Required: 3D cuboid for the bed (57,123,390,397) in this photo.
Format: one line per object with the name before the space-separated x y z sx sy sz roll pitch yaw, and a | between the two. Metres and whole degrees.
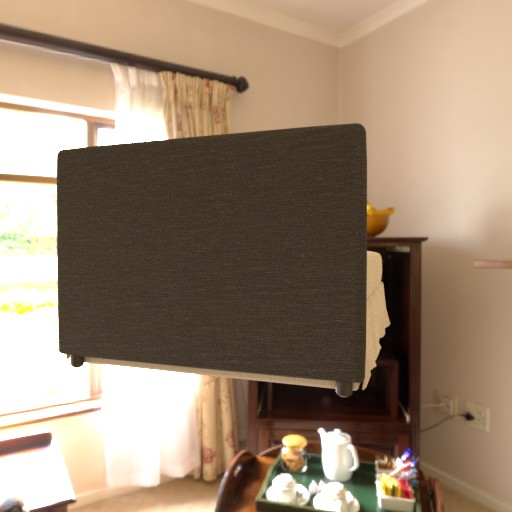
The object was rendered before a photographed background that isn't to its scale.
bed | 0.000 0.000 3.371 1.884 1.330 2.142 0 1 19
